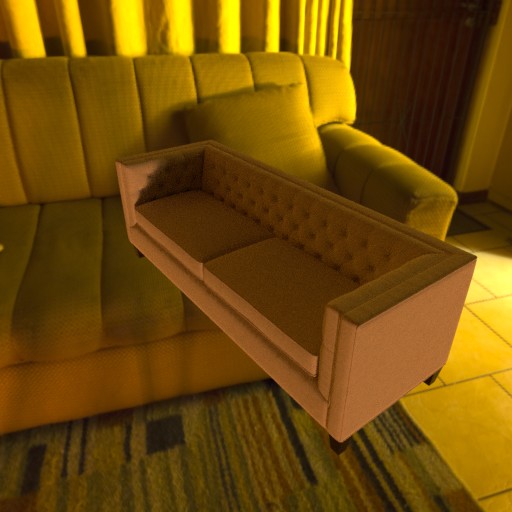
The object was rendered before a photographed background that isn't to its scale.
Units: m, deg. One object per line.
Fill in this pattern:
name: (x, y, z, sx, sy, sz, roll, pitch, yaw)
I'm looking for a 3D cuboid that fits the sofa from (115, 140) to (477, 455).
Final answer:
sofa: (0.000, 0.000, 2.627, 0.775, 0.762, 2.159, -21, 37, -31)
